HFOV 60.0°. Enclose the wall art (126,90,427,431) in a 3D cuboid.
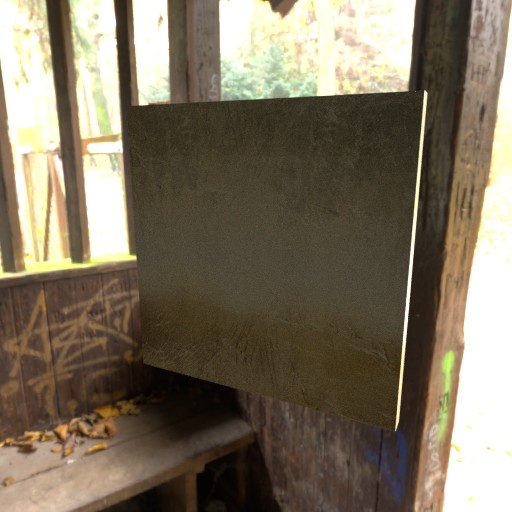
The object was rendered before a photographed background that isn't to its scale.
[{"bbox_3d":[0.000,0.000,0.916,0.610,0.610,0.038,7,15,26],"label":"wall art"}]
